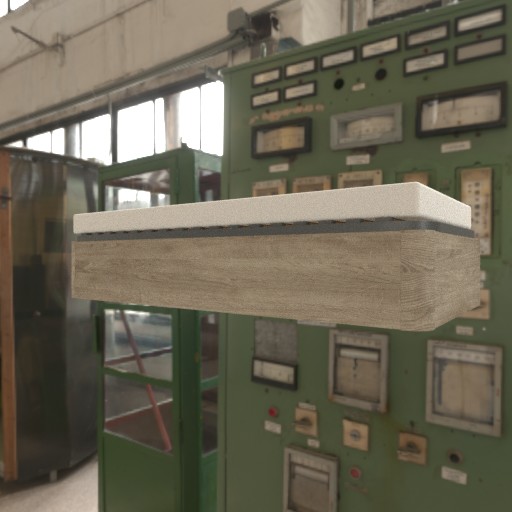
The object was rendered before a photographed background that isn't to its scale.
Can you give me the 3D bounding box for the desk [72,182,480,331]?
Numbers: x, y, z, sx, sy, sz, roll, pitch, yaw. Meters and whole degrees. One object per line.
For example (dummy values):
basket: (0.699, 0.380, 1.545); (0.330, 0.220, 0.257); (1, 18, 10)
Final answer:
desk: (0.000, 0.000, 2.228); (1.900, 0.455, 0.900); (0, 0, 36)
